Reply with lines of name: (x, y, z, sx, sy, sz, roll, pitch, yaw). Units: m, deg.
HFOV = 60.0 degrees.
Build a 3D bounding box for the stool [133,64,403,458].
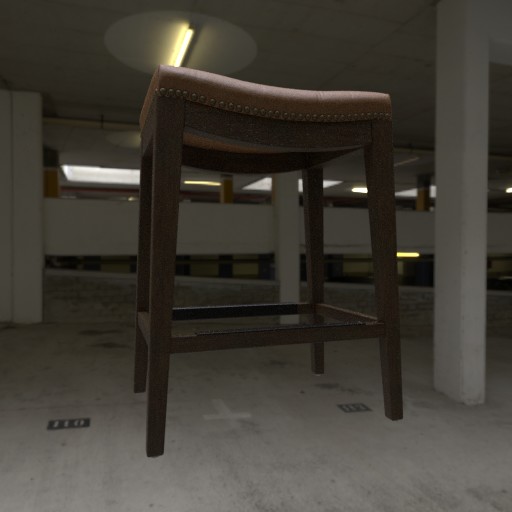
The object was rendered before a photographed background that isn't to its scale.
stool: (0.000, 0.000, 0.969, 0.500, 0.660, 0.361, 0, 1, -19)
